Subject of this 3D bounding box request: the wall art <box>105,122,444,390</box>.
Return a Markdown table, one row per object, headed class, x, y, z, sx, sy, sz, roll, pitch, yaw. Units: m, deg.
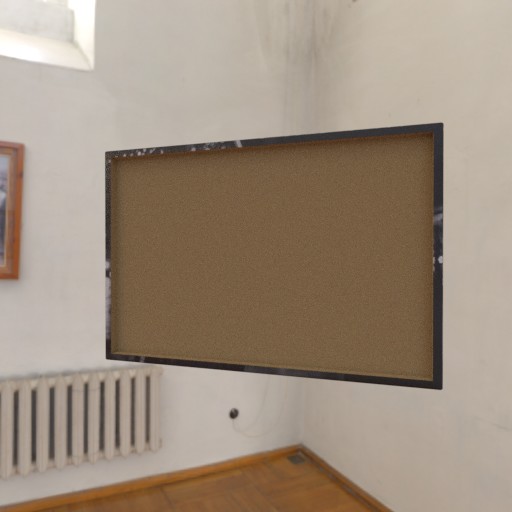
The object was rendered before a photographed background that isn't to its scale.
| class | x | y | z | sx | sy | sz | roll | pitch | yaw |
| --- | --- | --- | --- | --- | --- | --- | --- | --- | --- |
| wall art | 0.000 | 0.000 | 0.784 | 0.609 | 0.406 | 0.037 | 0 | 0 | 19 |
